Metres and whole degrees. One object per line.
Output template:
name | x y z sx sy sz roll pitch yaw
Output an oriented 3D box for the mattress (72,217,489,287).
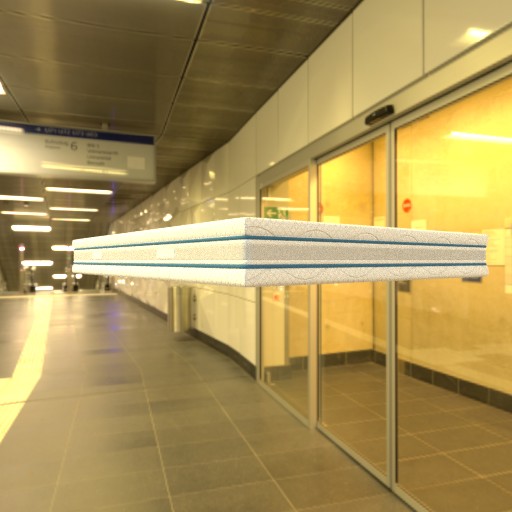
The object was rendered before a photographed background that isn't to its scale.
mattress | 0.000 0.000 2.672 1.600 0.230 2.000 0 -1 -37
